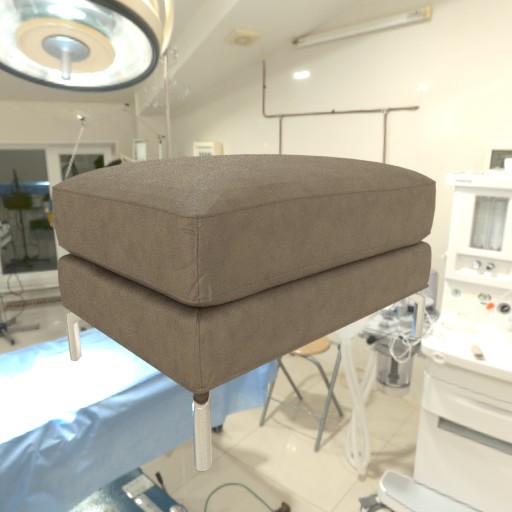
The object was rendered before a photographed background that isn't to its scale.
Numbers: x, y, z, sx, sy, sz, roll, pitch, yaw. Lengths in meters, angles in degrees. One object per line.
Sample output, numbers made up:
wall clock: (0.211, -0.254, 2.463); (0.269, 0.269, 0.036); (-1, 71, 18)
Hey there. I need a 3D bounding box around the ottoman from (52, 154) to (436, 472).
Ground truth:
ottoman: (0.000, 0.000, 1.019); (0.719, 0.456, 0.520); (-13, 20, -42)
